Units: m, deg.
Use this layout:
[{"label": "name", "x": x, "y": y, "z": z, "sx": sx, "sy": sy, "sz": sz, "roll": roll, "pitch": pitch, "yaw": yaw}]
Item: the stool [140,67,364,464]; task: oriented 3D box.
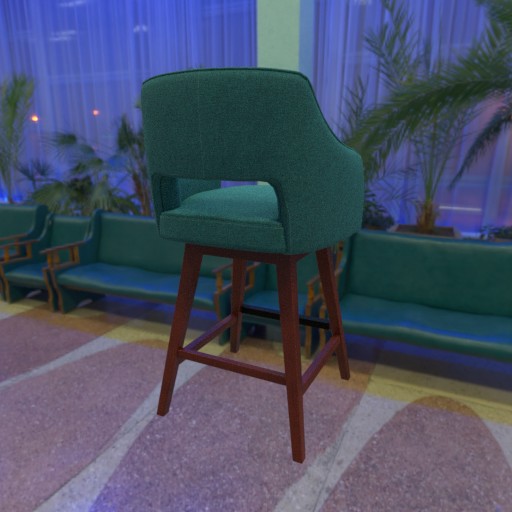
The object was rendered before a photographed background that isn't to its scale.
[{"label": "stool", "x": 0.000, "y": 0.000, "z": 1.301, "sx": 0.548, "sy": 0.961, "sz": 0.556, "roll": 8, "pitch": 17, "yaw": 26}]
